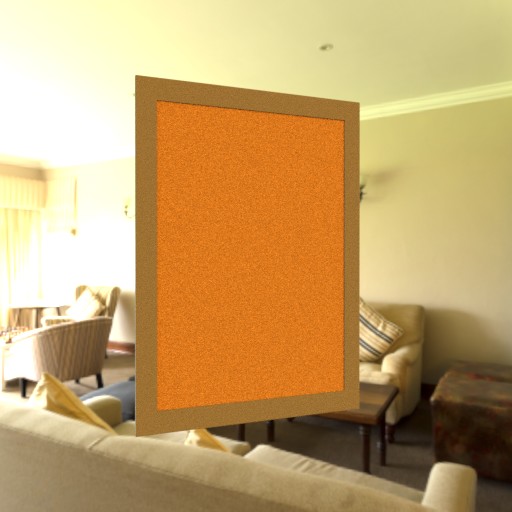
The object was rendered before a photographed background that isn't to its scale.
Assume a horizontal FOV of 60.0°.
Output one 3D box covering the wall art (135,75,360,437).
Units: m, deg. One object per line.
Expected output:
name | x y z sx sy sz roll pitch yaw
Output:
wall art | 0.000 0.000 0.711 0.374 0.529 0.012 0 0 -19
